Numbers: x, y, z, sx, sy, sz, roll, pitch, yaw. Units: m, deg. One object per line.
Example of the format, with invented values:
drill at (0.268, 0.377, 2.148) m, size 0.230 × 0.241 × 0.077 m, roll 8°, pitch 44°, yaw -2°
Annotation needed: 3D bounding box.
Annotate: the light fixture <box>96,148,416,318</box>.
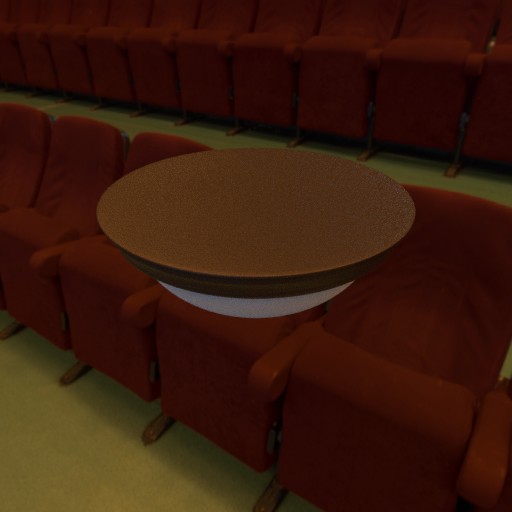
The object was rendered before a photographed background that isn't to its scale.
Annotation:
light fixture at (0.000, 0.000, 0.440) m, size 0.280 × 0.135 × 0.280 m, roll 0°, pitch 30°, yaw 0°
